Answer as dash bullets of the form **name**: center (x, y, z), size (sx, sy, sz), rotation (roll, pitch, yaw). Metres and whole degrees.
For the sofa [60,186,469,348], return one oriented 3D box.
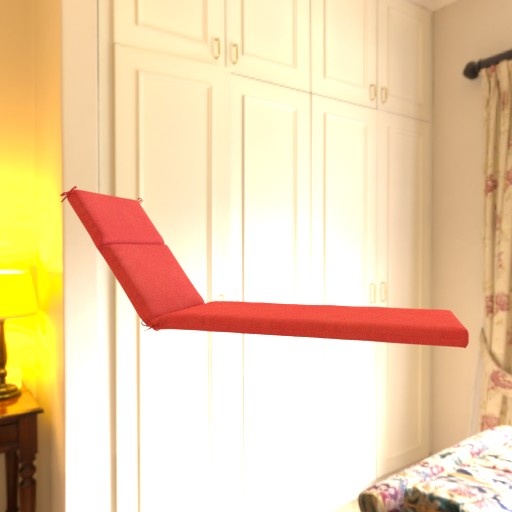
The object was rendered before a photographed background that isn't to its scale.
- **sofa**: center (0.000, 0.000, 1.967), size (1.663, 0.622, 0.582), rotation (0, 1, 18)
